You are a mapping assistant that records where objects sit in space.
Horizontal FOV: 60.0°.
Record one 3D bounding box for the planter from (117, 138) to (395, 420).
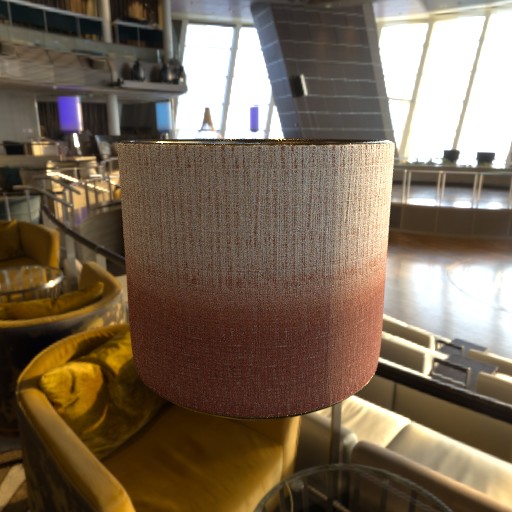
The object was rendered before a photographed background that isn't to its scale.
[{"bbox_3d":[0.000,0.000,0.312,0.178,0.157,0.178,0,16,0],"label":"planter"}]
